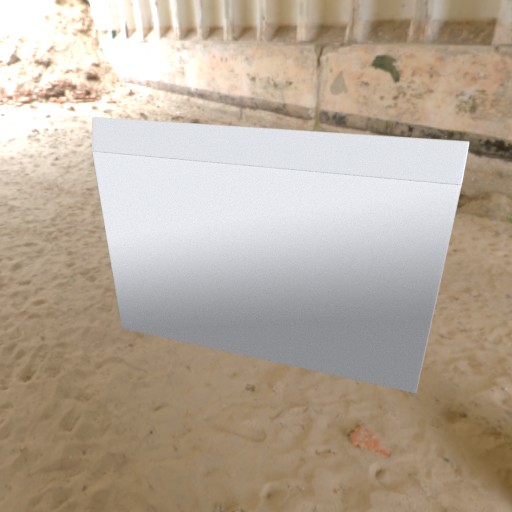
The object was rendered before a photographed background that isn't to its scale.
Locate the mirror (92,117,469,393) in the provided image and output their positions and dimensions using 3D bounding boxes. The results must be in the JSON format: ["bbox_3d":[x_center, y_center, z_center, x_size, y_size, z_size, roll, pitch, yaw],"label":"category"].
[{"bbox_3d":[0.000,0.000,1.121,0.870,0.630,0.030,9,28,17],"label":"mirror"}]
